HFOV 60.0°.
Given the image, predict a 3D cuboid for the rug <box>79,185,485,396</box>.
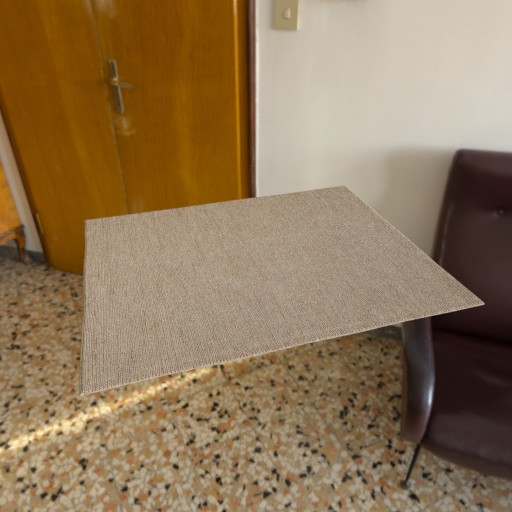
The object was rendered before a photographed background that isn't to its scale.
[{"bbox_3d":[0.000,0.000,4.083,3.034,0.012,2.406,-10,34,-14],"label":"rug"}]
